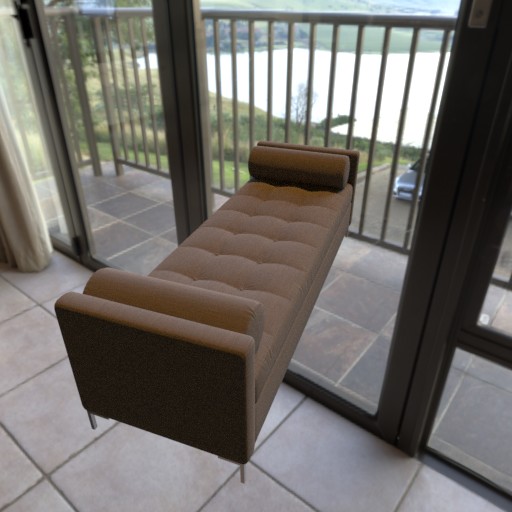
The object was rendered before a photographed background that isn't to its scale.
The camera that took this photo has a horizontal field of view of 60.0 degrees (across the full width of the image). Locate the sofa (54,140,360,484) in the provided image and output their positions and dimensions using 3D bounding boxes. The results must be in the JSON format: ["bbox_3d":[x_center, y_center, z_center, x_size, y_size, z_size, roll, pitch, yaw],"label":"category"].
[{"bbox_3d":[0.000,0.000,2.285,0.686,0.635,1.981,11,32,18],"label":"sofa"}]
